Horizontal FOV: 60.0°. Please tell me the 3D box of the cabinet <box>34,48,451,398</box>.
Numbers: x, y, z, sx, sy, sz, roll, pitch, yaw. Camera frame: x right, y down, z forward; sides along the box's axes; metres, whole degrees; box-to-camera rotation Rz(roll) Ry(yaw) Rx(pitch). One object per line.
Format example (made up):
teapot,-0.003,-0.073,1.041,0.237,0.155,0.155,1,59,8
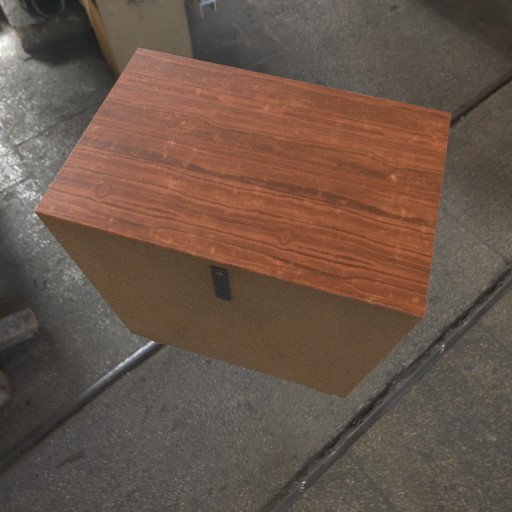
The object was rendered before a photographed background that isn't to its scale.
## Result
cabinet,0.000,0.000,1.048,0.607,0.695,0.410,15,63,8
